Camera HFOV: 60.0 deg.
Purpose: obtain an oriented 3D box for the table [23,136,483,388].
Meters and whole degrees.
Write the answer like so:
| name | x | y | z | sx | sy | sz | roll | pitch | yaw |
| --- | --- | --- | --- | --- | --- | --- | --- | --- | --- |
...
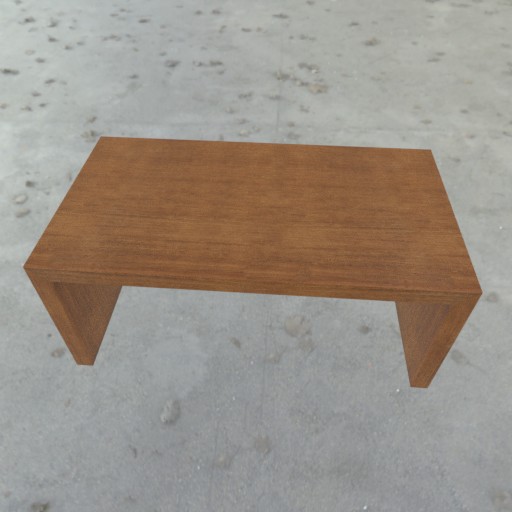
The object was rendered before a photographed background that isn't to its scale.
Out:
| name | x | y | z | sx | sy | sz | roll | pitch | yaw |
| --- | --- | --- | --- | --- | --- | --- | --- | --- | --- |
| table | 0.000 | 0.000 | 1.299 | 1.000 | 0.419 | 0.549 | 3 | 46 | 3 |
